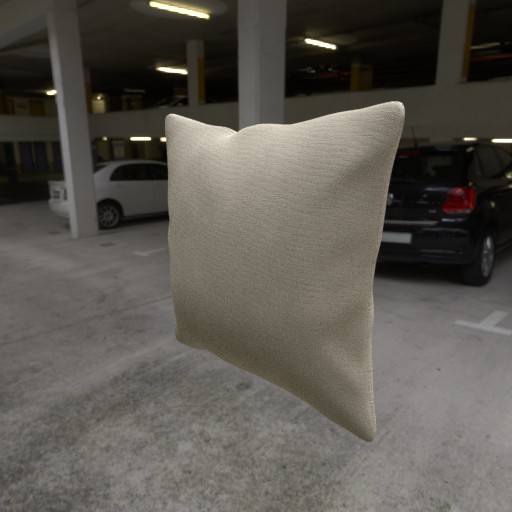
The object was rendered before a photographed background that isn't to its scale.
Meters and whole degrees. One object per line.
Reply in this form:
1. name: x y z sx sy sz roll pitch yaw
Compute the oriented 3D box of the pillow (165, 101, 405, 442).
1. pillow: 0.000 0.000 0.665 0.162 0.420 0.437 -15 21 -43
